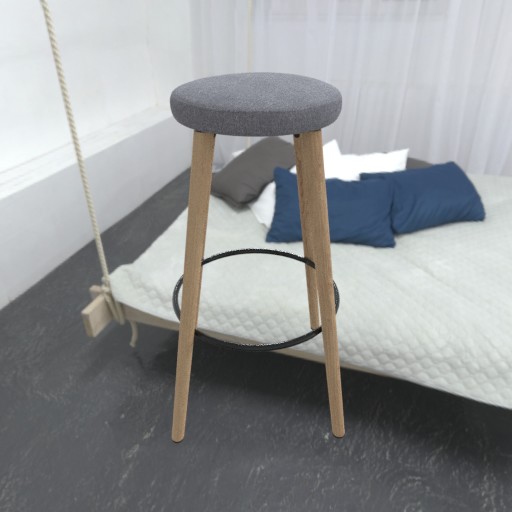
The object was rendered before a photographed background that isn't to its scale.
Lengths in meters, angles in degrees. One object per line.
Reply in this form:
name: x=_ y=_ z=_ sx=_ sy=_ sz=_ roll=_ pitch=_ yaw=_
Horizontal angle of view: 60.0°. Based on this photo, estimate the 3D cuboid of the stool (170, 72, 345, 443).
stool: x=0.000 y=0.000 z=1.015 sx=0.410 sy=0.770 sz=0.410 roll=-1 pitch=32 yaw=-2
